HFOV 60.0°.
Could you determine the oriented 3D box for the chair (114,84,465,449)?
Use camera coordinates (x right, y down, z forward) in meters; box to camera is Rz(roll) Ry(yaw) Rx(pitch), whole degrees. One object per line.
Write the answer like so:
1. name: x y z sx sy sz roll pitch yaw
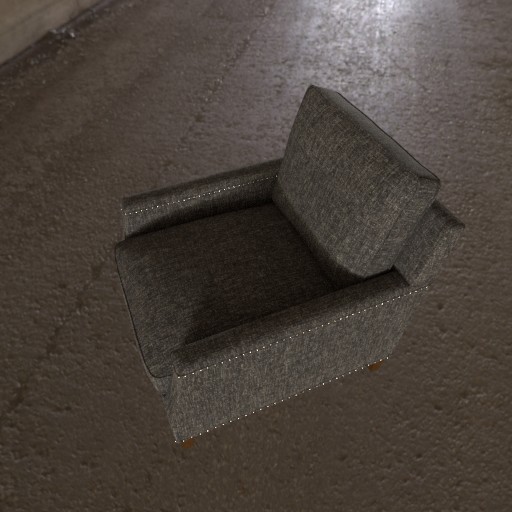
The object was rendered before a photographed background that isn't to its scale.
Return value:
1. chair: 0.000 0.000 1.683 1.014 0.943 0.853 -17 49 -16
